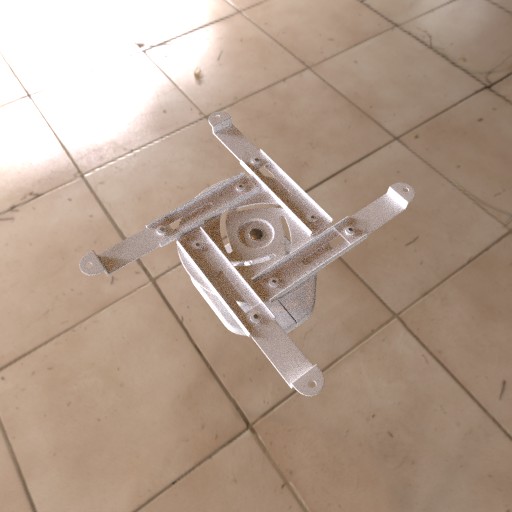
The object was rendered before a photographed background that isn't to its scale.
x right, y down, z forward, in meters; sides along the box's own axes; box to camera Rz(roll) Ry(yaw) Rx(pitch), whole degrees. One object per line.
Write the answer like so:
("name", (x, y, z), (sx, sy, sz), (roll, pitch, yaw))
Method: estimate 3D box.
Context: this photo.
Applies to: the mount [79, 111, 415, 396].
("mount", (0.000, 0.000, 0.596), (0.394, 0.141, 0.394), (-32, 64, -18))
